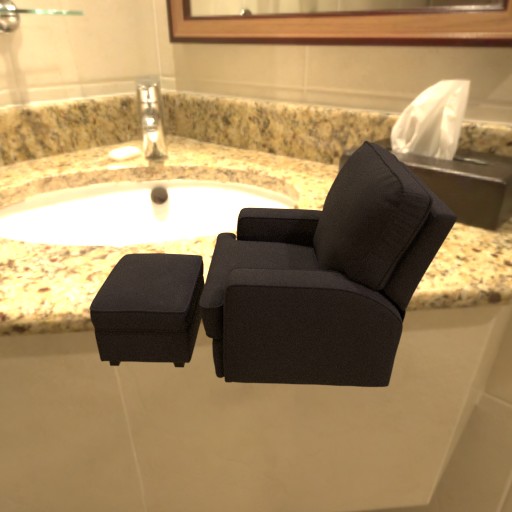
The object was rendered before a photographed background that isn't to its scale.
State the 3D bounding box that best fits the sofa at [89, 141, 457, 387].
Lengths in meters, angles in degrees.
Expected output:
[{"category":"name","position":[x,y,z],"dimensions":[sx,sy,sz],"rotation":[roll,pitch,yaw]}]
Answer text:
[{"category":"sofa","position":[0.000,0.000,2.094],"dimensions":[1.472,0.959,0.861],"rotation":[1,27,2]}]
